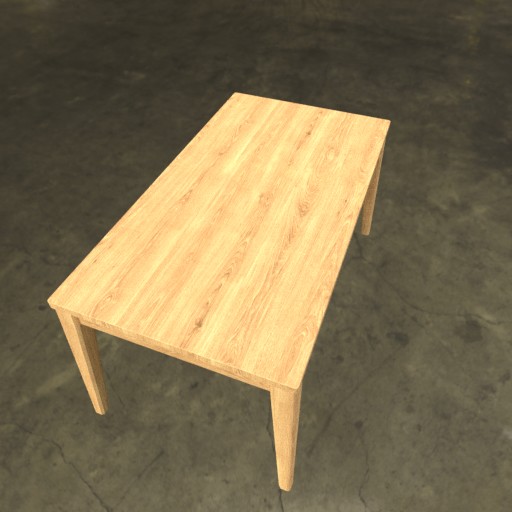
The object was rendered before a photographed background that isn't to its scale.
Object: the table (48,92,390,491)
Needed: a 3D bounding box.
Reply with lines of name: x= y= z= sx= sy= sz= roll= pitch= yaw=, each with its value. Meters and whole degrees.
table: x=0.000 y=0.000 z=2.078 sx=0.900 sy=0.760 sz=1.600 roll=16 pitch=48 yaw=14
